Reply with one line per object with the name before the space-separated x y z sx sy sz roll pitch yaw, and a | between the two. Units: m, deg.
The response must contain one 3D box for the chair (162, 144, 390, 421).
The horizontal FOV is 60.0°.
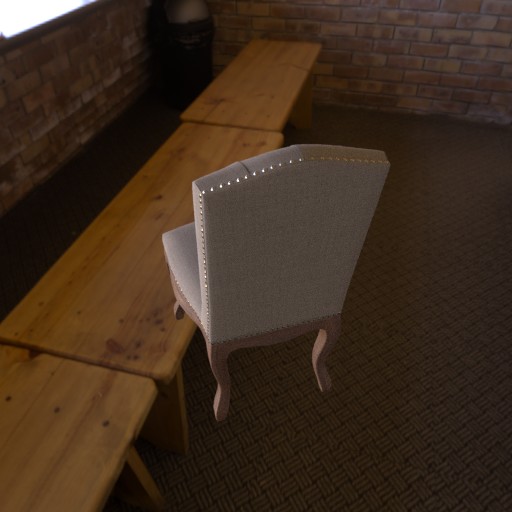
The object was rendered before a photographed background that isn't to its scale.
chair | 0.000 0.000 1.628 0.637 1.191 0.731 -11 43 -13
